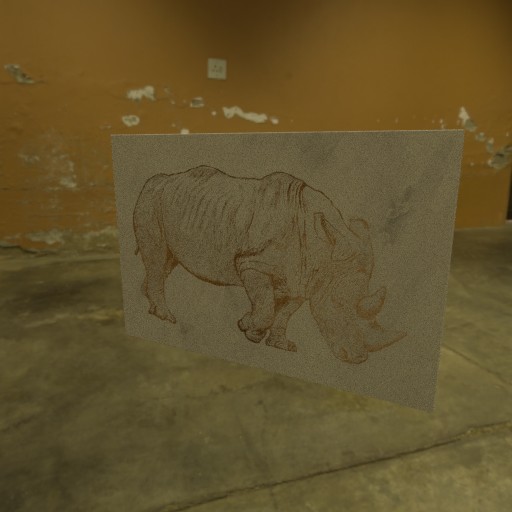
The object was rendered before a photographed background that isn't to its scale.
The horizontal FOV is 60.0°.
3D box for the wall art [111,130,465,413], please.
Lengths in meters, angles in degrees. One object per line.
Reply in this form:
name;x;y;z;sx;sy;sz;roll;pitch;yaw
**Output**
wall art;0.000;0.000;1.142;0.915;0.610;0.038;7;16;27
